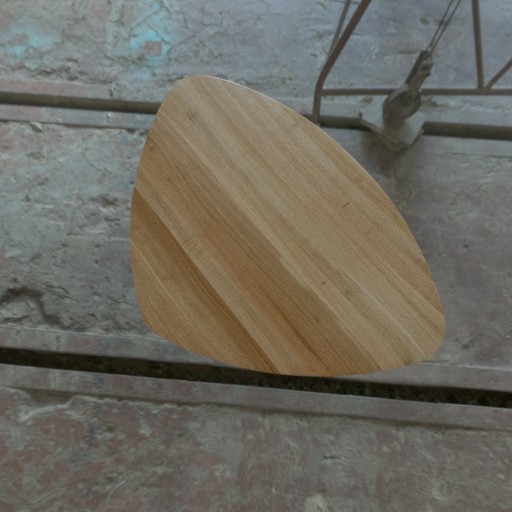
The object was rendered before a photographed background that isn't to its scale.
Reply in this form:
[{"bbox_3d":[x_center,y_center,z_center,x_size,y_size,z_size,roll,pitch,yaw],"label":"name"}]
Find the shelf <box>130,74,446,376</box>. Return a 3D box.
[{"bbox_3d":[0.000,0.000,1.623,0.863,0.439,1.240,-40,78,-10],"label":"shelf"}]
